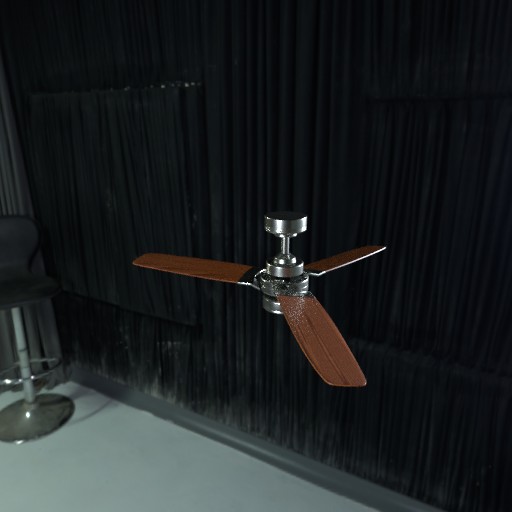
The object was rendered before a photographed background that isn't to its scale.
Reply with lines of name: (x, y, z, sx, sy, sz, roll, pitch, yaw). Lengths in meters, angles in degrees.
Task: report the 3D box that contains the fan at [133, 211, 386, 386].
fan: (0.000, 0.000, 1.977, 1.271, 0.410, 1.416, 8, 19, 24)
